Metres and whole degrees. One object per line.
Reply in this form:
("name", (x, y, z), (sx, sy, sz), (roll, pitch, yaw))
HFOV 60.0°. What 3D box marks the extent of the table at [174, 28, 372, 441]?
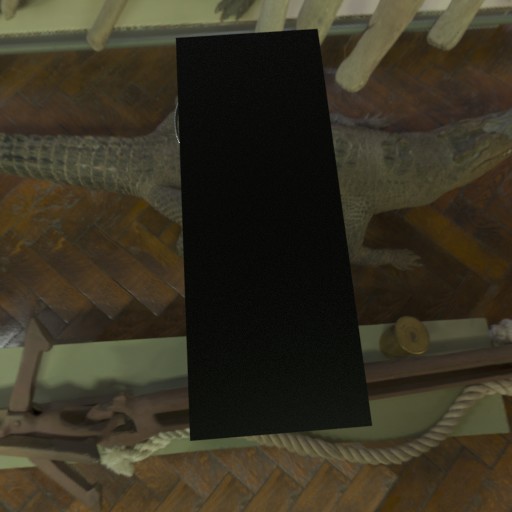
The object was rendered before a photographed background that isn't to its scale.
("table", (0.000, 0.000, 1.357), (0.380, 0.790, 0.930), (-4, 75, -1))
